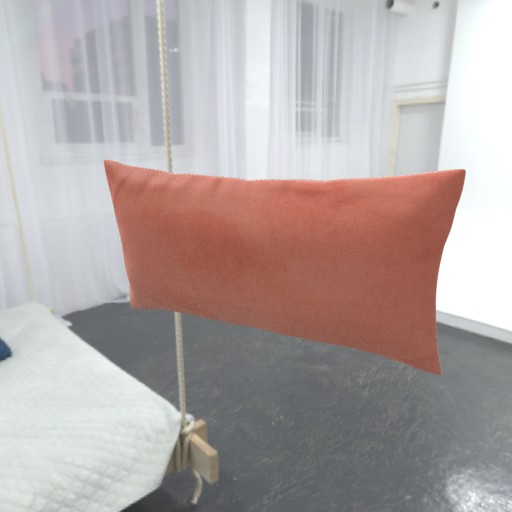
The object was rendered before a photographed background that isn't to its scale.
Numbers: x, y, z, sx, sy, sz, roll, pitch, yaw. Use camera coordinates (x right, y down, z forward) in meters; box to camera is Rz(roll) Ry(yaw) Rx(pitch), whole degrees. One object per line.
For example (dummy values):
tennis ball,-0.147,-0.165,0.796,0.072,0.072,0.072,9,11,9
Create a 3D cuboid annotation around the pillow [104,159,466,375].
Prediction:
pillow,0.000,0.000,0.742,0.608,0.307,0.155,7,16,26
